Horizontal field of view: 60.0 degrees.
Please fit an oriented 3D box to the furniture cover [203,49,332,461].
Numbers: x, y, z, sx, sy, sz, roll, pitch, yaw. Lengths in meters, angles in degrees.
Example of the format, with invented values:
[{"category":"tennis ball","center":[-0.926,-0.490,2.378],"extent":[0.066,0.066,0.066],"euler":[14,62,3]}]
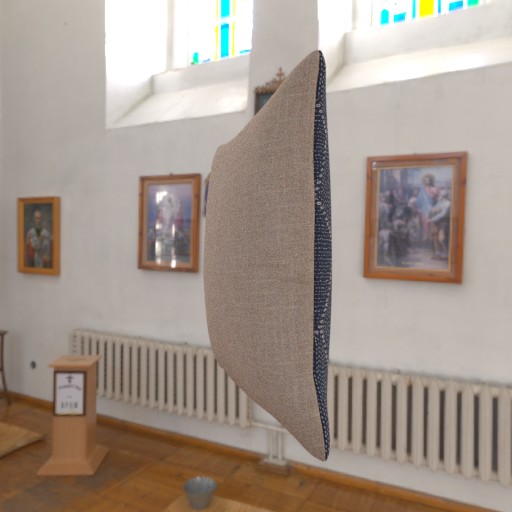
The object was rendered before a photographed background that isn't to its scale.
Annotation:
[{"category":"furniture cover","center":[0.000,0.000,0.778],"extent":[0.162,0.503,0.511],"euler":[0,0,-18]}]
